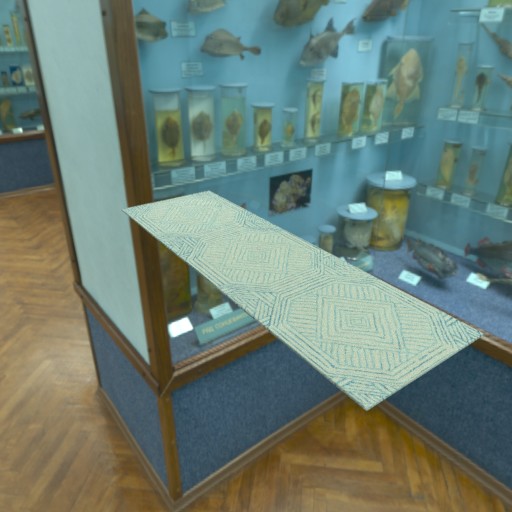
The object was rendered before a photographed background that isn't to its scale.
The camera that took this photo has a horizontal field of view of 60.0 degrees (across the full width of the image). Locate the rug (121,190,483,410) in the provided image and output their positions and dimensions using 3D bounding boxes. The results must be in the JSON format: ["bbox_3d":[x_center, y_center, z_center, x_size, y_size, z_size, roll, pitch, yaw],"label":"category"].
[{"bbox_3d":[0.000,0.000,2.680,0.775,0.012,2.452,-18,32,-31],"label":"rug"}]
